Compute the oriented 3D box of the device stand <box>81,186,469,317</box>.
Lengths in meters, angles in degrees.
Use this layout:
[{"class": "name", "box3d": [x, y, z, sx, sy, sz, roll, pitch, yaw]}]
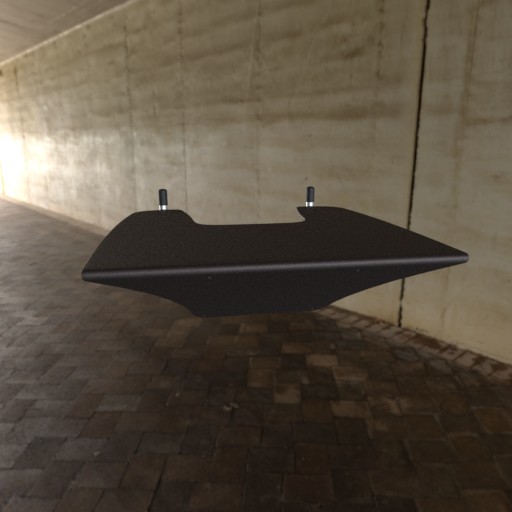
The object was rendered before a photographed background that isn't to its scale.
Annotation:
[{"class": "device stand", "box3d": [0.000, 0.000, 0.370, 0.230, 0.092, 0.230, -2, 15, -9]}]
